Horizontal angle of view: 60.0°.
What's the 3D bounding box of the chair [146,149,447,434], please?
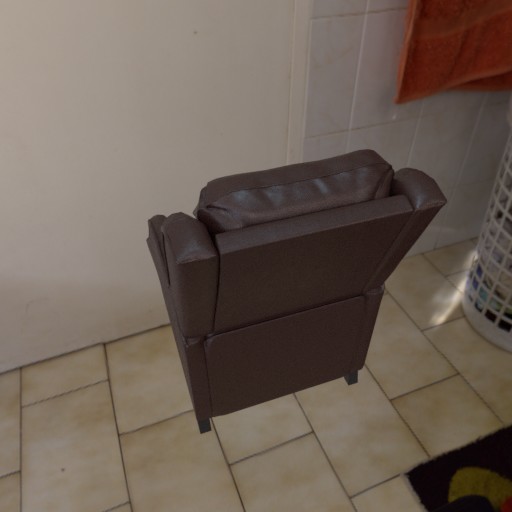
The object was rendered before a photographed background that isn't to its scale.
[{"bbox_3d":[0.000,0.000,1.737,0.770,1.132,0.982,-13,43,-15],"label":"chair"}]
